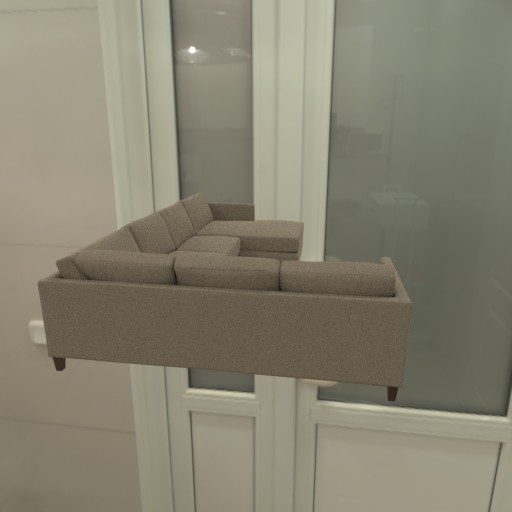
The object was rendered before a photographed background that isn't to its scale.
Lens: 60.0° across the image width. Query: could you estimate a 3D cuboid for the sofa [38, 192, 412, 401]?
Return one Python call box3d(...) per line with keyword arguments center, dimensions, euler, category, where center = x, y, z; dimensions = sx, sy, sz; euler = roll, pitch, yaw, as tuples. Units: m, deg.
box3d(center=(0.000, 0.000, 4.463), dimensions=(2.424, 0.865, 3.438), euler=(3, 16, 9), category="sofa")
